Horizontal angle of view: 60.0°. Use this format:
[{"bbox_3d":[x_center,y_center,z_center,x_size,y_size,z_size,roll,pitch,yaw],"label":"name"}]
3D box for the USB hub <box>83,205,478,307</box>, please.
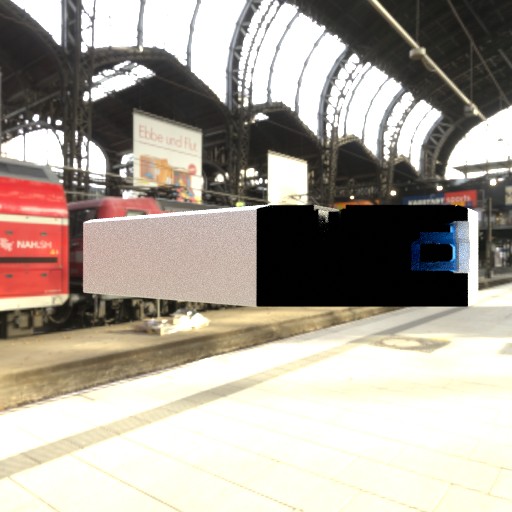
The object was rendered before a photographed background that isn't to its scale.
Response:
[{"bbox_3d":[0.000,0.000,0.127,0.110,0.023,0.044,0,0,36],"label":"USB hub"}]
